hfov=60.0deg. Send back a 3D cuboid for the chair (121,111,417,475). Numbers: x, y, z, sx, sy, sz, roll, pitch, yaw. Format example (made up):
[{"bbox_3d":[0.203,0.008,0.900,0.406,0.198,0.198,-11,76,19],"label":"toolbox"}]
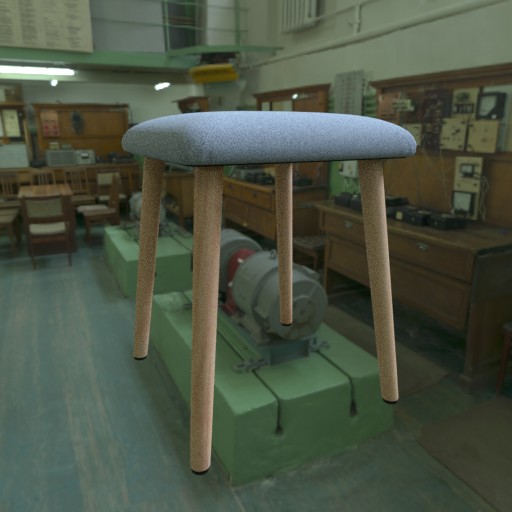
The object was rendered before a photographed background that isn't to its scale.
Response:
[{"bbox_3d":[0.000,0.000,0.711,0.350,0.440,0.350,-8,18,-26],"label":"chair"}]
